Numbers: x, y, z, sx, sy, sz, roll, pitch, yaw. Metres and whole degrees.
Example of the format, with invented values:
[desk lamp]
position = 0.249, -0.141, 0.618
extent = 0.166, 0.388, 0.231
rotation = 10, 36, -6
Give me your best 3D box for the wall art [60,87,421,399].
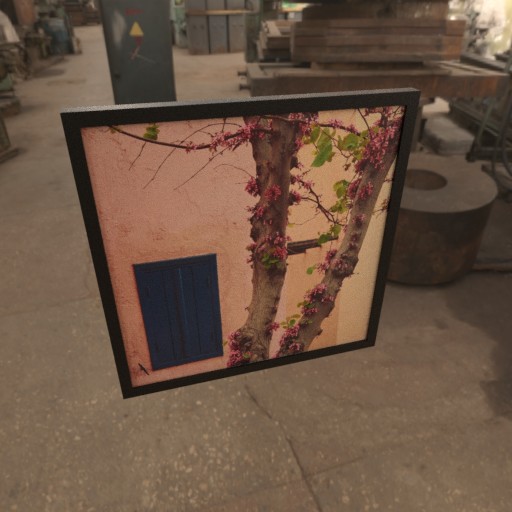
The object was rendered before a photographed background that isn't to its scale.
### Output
[wall art]
position = 0.000, 0.000, 1.117
extent = 0.762, 0.762, 0.038
rotation = -8, 32, -14
